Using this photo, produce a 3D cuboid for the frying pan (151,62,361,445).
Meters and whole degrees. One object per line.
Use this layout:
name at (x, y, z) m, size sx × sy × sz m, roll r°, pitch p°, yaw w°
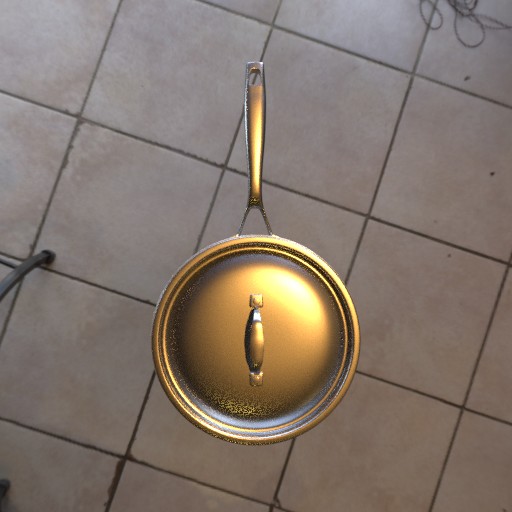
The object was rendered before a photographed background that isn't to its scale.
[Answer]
frying pan at (0.000, 0.000, 0.585) m, size 0.272 × 0.086 × 0.490 m, roll 0°, pitch 89°, yaw -1°
